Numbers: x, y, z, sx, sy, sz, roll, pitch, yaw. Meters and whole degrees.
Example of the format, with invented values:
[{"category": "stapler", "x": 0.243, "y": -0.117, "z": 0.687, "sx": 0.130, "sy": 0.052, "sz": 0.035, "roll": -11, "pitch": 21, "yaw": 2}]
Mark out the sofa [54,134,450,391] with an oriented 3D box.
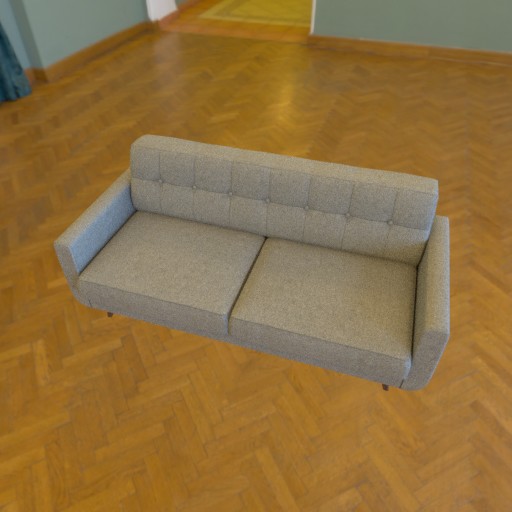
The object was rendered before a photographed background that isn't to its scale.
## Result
[{"category": "sofa", "x": 0.000, "y": 0.000, "z": 2.572, "sx": 2.055, "sy": 0.873, "sz": 0.968, "roll": 12, "pitch": 43, "yaw": 13}]
